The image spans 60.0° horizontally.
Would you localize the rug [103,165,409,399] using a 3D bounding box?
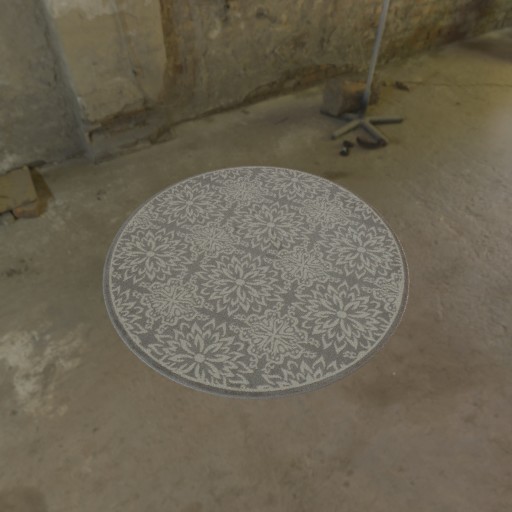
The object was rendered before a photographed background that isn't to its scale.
[{"bbox_3d":[0.000,0.000,2.364,1.593,0.012,1.593,0,48,0],"label":"rug"}]
